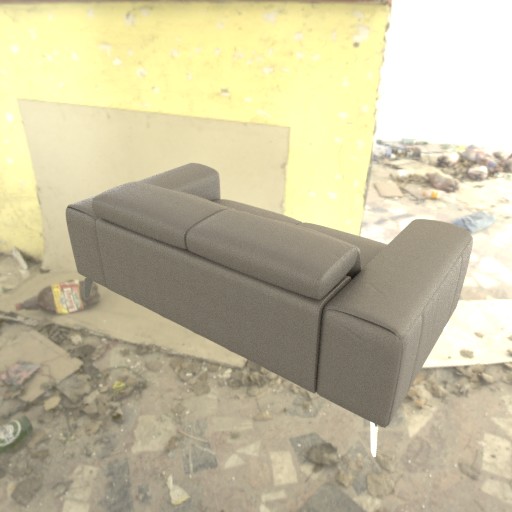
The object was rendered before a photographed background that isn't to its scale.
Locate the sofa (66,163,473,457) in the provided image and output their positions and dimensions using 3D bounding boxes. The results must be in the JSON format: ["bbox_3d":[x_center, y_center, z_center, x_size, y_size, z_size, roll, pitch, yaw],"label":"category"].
[{"bbox_3d":[0.000,0.000,2.395,1.930,0.753,1.024,19,34,31],"label":"sofa"}]
